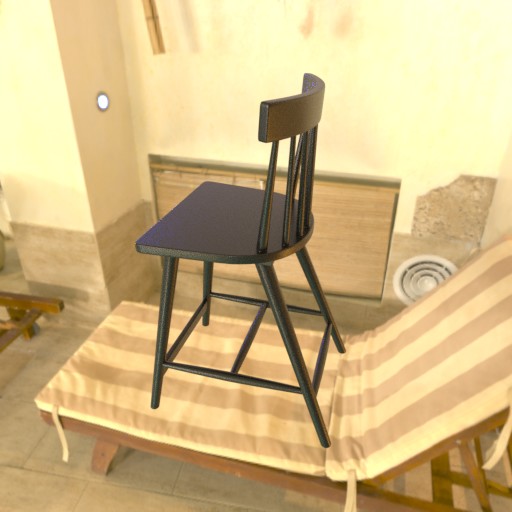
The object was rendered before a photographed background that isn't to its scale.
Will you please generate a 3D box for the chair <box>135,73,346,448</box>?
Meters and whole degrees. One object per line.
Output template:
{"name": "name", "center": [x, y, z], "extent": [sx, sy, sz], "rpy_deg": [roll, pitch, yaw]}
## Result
{"name": "chair", "center": [0.000, 0.000, 1.299], "extent": [0.572, 0.952, 0.483], "rpy_deg": [8, 30, 14]}
